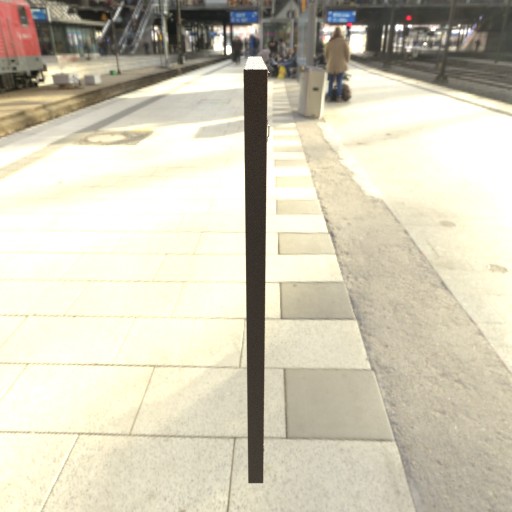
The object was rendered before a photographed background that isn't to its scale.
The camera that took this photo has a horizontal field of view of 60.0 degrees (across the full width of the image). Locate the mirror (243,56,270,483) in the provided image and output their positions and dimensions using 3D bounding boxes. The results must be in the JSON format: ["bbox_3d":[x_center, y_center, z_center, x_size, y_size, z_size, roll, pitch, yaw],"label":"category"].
[{"bbox_3d":[0.000,0.000,1.136,0.041,0.915,0.609,0,26,0],"label":"mirror"}]
